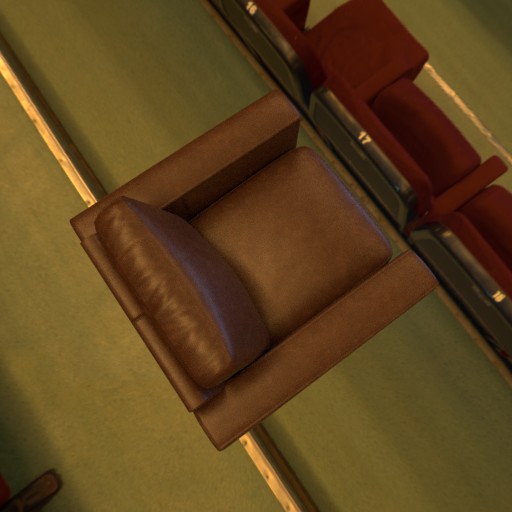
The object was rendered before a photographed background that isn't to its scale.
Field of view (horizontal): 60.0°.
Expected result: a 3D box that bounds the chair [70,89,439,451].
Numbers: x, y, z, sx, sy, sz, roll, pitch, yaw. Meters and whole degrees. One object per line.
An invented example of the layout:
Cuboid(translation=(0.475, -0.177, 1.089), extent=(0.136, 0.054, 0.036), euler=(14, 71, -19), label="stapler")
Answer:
Cuboid(translation=(0.000, 0.000, 1.746), extent=(1.016, 0.873, 1.005), euler=(-35, 79, -8), label="chair")
